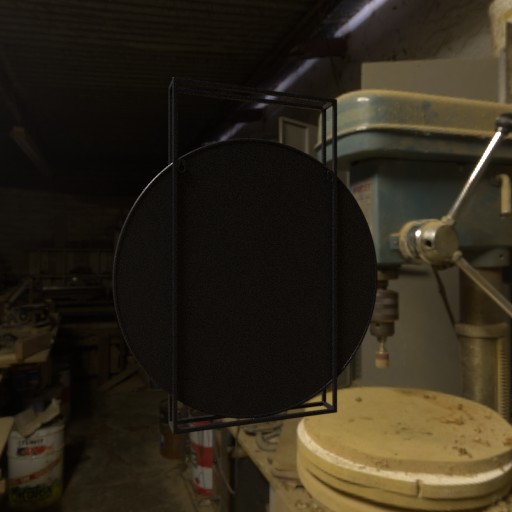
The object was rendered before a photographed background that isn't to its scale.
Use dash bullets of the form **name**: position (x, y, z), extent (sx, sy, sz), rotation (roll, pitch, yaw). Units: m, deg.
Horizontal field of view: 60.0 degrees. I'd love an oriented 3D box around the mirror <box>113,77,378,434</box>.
- **mirror**: position (0.000, 0.000, 0.825), extent (0.508, 0.603, 0.051), rotation (0, 0, -20)
